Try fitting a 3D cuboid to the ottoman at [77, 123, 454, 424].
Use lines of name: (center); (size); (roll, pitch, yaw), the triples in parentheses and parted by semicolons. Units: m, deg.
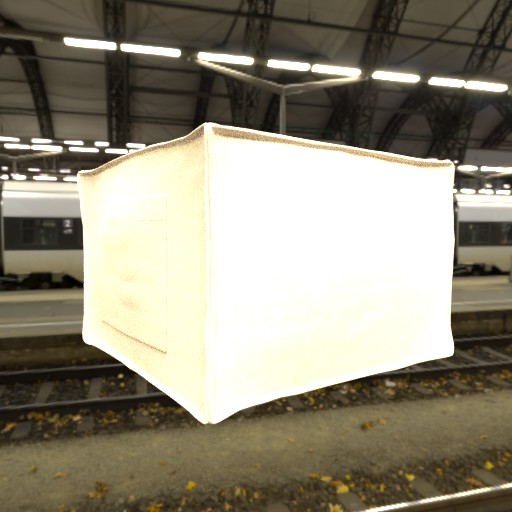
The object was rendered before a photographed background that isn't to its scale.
ottoman: (0.000, 0.000, 1.105); (0.696, 0.470, 0.707); (-2, 3, -36)
